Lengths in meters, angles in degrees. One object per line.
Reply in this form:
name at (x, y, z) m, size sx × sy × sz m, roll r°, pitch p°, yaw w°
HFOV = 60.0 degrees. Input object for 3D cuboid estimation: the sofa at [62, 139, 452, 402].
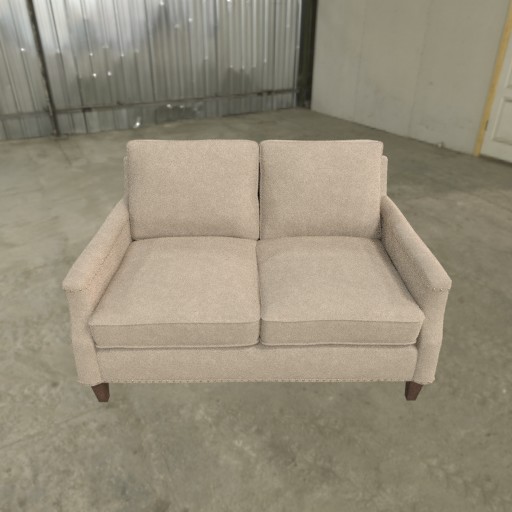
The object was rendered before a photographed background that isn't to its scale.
sofa at (0.000, 0.000, 2.249) m, size 1.597 × 1.002 × 1.084 m, roll 0°, pitch 30°, yaw 0°
